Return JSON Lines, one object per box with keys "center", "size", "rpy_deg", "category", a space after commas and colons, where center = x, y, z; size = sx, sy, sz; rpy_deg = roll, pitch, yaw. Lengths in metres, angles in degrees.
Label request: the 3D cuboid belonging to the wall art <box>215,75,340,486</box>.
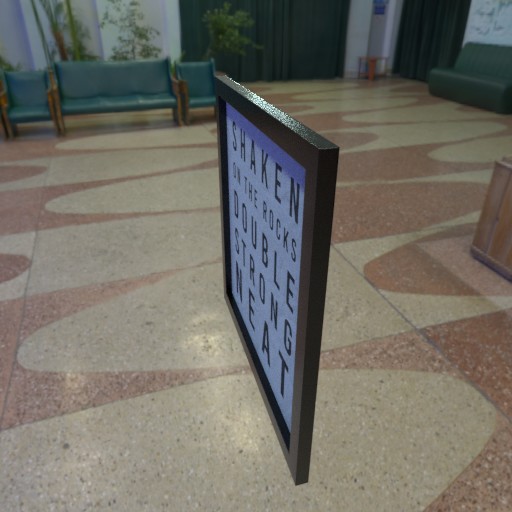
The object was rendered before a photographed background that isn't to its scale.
{"center": [0.000, 0.000, 0.516], "size": [0.014, 0.349, 0.349], "rpy_deg": [-8, 30, -14], "category": "wall art"}
